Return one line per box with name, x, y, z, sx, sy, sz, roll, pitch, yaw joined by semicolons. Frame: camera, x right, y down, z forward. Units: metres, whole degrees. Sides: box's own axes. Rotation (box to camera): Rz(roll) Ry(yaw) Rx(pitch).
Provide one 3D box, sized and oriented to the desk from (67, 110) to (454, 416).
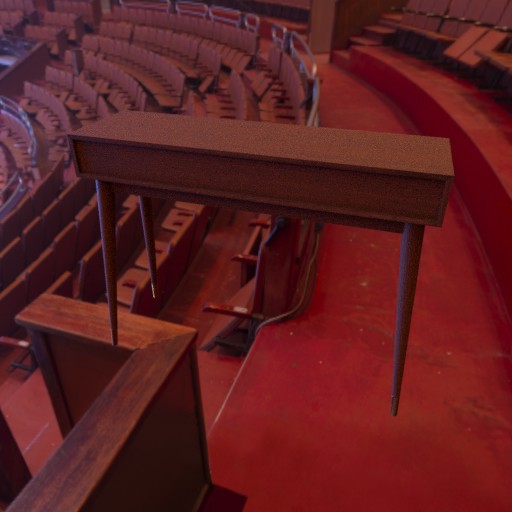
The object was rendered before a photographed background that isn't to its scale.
desk;0.000;0.000;1.685;1.204;0.917;0.384;10;33;16
